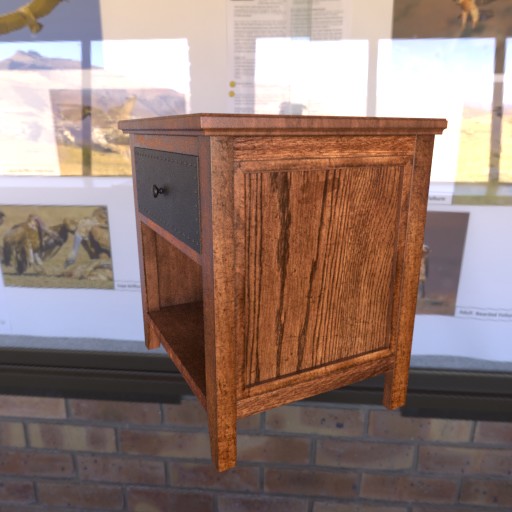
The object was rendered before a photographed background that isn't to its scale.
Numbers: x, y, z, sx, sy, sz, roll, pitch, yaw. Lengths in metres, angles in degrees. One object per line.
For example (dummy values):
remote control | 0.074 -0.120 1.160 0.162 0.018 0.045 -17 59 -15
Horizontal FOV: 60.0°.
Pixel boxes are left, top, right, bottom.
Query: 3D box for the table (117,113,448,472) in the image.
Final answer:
table | 0.000 0.000 1.012 0.461 0.597 0.586 -8 18 -26
